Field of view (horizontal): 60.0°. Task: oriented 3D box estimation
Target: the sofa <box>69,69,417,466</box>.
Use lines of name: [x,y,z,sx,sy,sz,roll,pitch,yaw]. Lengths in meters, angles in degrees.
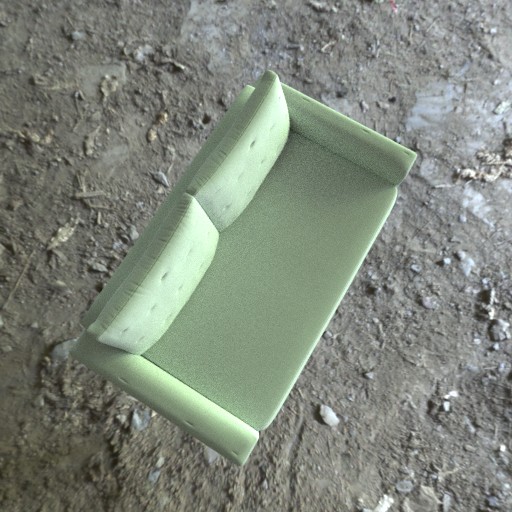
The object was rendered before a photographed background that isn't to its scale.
sofa: [0.000,0.000,2.138,0.920,0.790,1.650,30,78,7]
